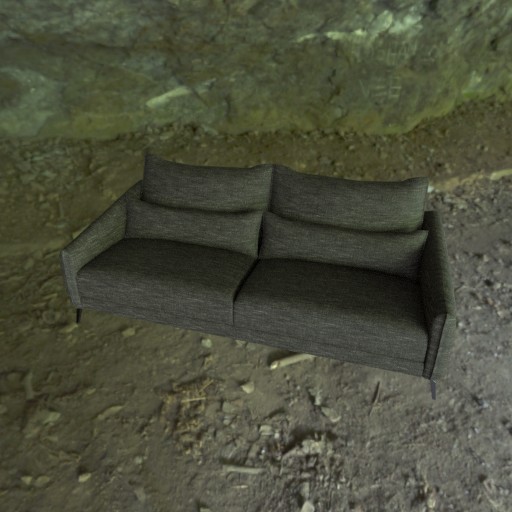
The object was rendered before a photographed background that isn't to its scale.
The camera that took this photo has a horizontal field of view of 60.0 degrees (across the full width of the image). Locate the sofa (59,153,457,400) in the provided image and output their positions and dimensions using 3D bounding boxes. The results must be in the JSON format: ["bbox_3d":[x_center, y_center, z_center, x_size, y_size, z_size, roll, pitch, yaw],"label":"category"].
[{"bbox_3d":[0.000,0.000,2.443,2.019,0.843,0.807,8,28,16],"label":"sofa"}]
